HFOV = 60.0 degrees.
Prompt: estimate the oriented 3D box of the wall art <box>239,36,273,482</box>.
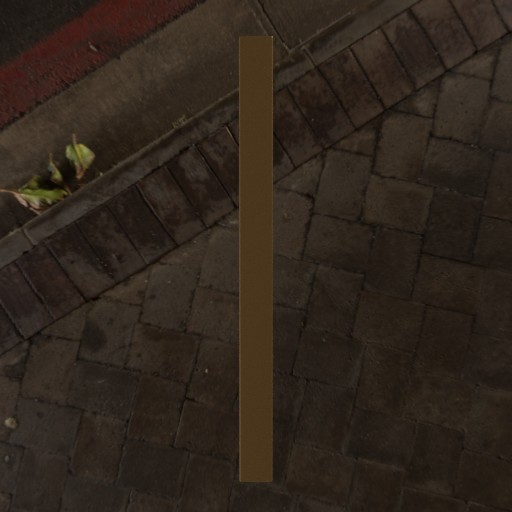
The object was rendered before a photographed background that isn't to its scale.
[{"bbox_3d":[0.000,0.000,0.456,0.023,0.305,0.305,0,92,0],"label":"wall art"}]
